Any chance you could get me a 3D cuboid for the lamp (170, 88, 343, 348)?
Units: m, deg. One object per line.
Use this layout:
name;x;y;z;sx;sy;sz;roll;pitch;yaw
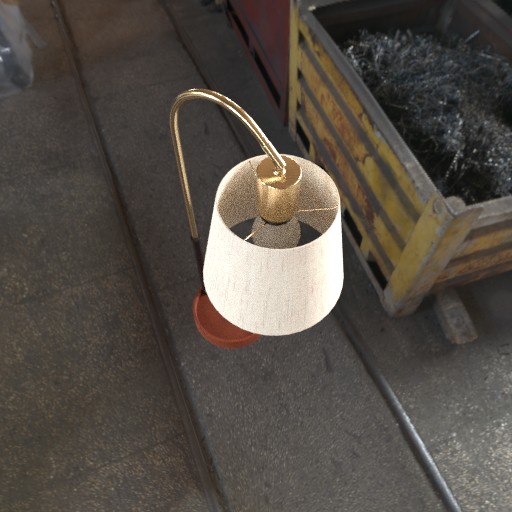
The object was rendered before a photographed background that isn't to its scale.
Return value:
lamp;0.000;0.000;0.669;0.273;0.536;0.211;30;62;18
